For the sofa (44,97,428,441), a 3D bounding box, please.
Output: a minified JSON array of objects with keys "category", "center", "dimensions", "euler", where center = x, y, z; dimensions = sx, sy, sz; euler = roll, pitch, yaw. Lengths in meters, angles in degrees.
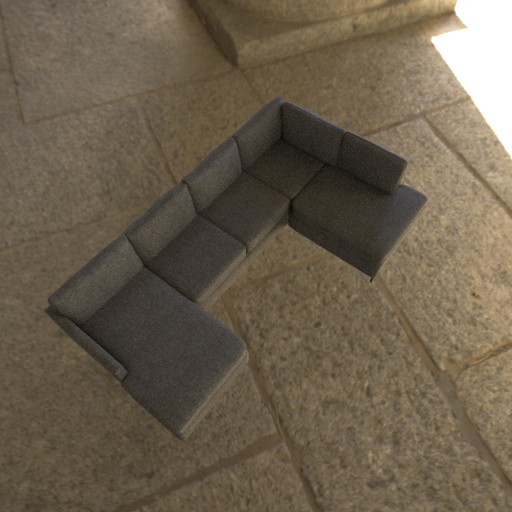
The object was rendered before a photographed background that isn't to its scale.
[{"category":"sofa","center":[0.000,0.000,4.381],"dimensions":[2.048,0.999,3.423],"euler":[34,64,19]}]
